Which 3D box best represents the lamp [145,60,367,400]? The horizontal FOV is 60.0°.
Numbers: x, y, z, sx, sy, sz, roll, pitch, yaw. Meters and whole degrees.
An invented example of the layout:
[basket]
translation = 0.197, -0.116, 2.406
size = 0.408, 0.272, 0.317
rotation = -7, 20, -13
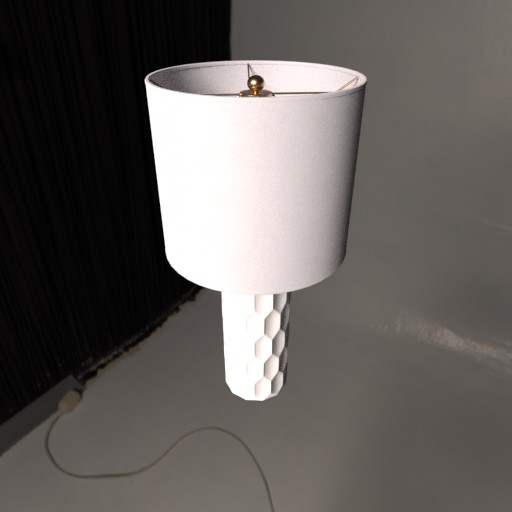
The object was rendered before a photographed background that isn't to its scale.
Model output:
[lamp]
translation = 0.000, 0.000, 0.702
size = 0.277, 0.537, 0.277
rotation = 18, 36, 28
